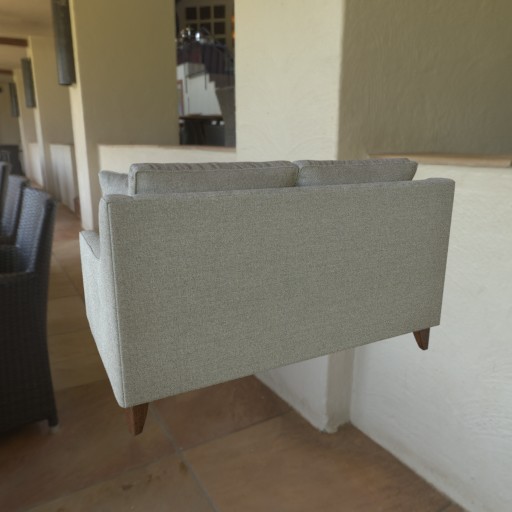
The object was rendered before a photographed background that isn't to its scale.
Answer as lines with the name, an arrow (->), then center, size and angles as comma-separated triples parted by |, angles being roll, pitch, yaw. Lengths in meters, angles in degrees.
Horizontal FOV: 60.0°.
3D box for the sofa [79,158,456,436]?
sofa -> 0.000, 0.000, 1.992 | 1.422, 0.863, 0.915 | -7, 16, -27
